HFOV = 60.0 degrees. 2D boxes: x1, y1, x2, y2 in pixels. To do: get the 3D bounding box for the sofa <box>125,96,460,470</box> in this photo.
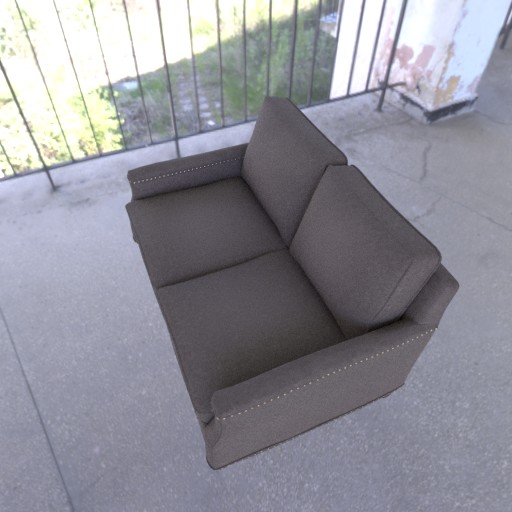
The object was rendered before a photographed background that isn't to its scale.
[{"bbox_3d":[0.000,0.000,2.268,1.084,1.003,1.597,-17,49,-15],"label":"sofa"}]
